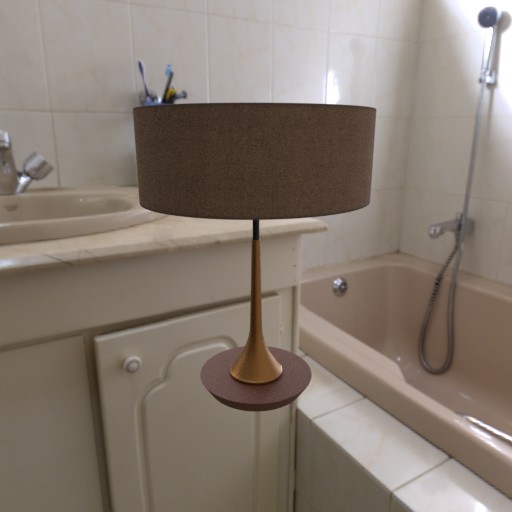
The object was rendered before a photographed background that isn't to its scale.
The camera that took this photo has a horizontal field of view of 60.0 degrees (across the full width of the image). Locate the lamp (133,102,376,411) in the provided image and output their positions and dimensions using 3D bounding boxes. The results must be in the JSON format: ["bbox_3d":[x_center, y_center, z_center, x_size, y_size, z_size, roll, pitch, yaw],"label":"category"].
[{"bbox_3d":[0.000,0.000,0.846,0.417,0.551,0.396,-8,18,-27],"label":"lamp"}]
